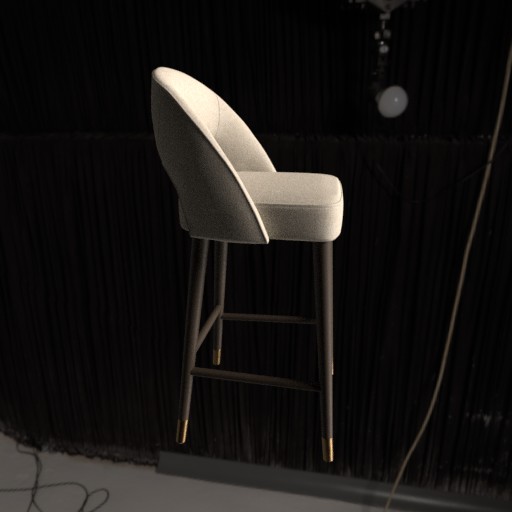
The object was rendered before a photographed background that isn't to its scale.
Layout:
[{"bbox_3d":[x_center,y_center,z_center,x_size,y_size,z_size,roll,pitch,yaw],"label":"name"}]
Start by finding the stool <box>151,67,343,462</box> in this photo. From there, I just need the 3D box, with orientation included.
[{"bbox_3d":[0.000,0.000,1.317,0.509,1.037,0.494,3,19,9],"label":"stool"}]
